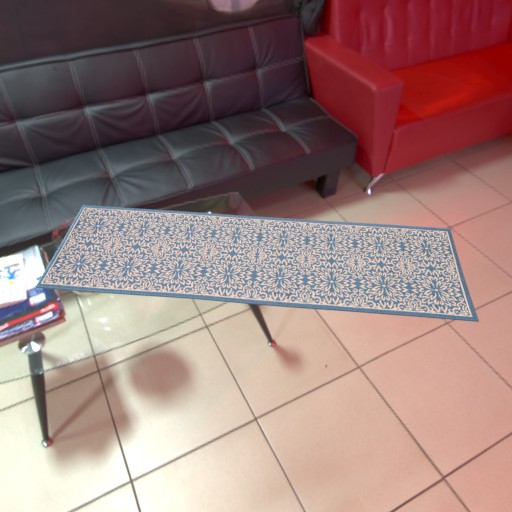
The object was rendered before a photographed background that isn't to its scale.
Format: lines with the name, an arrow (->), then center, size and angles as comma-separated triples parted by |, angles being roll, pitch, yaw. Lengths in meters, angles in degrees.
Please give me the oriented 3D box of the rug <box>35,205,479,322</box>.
rug -> 0.000, 0.000, 2.411 | 2.196, 0.011, 0.662 | 4, 46, 4
